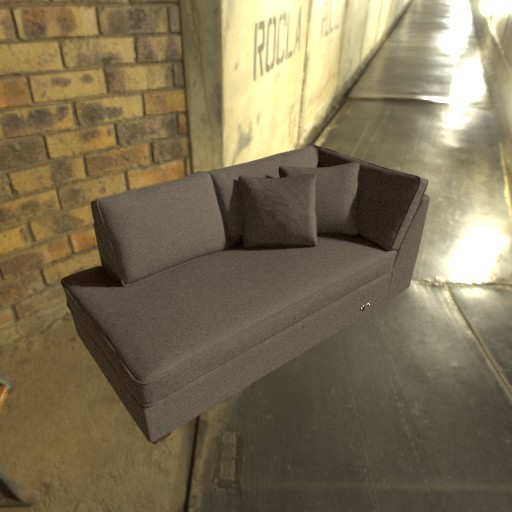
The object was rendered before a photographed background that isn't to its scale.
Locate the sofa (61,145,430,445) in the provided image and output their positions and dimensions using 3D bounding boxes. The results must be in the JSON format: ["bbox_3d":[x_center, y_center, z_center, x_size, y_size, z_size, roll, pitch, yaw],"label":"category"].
[{"bbox_3d":[0.000,0.000,2.928,2.237,1.033,1.110,-22,38,-32],"label":"sofa"}]
